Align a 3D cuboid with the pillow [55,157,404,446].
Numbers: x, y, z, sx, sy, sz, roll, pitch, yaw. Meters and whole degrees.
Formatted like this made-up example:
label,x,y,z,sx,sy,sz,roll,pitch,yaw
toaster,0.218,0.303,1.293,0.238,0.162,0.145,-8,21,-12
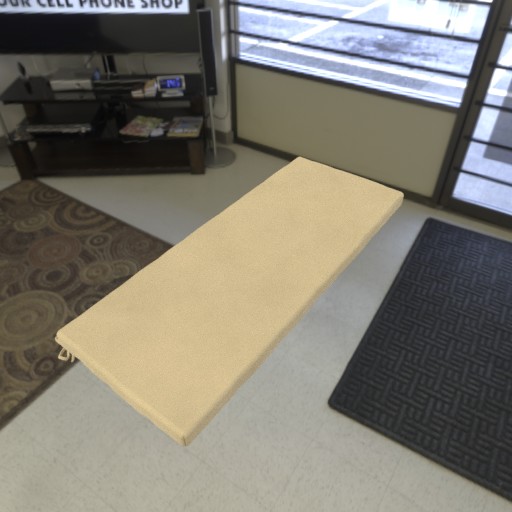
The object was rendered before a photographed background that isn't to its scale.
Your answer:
label,x,y,z,sx,sy,sz,roll,pitch,yaw
pillow,0.000,0.000,1.382,0.492,0.081,1.187,26,48,27
